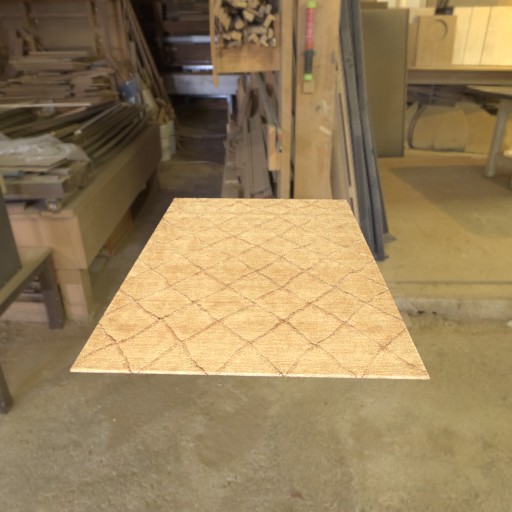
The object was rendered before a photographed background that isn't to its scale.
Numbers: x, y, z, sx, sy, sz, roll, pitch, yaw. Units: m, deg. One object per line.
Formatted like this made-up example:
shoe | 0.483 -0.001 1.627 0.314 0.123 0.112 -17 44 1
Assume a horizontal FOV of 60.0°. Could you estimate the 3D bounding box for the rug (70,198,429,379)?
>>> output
rug | 0.000 0.000 2.907 1.528 0.014 2.292 1 26 2
